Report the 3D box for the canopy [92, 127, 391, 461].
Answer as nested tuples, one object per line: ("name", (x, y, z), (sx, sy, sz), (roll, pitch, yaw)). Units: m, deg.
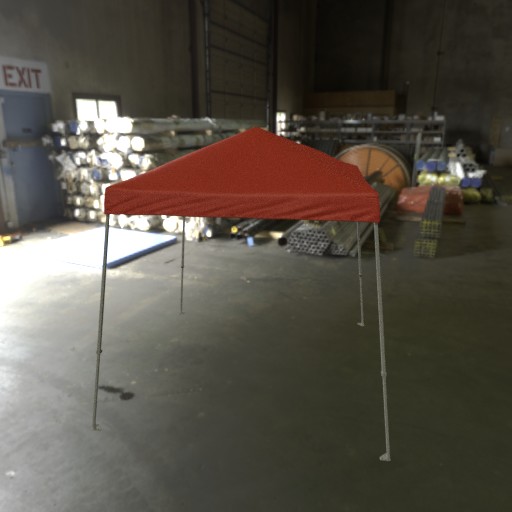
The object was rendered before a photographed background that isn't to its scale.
("canopy", (0.000, 0.000, 5.093), (2.850, 2.850, 2.849), (2, 17, 8))
